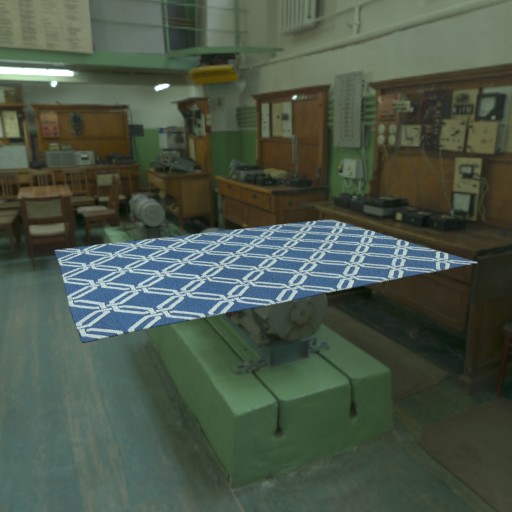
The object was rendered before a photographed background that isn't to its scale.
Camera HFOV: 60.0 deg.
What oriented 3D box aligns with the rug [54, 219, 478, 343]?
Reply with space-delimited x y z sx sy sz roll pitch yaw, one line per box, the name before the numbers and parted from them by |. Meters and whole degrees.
rug | 0.000 0.000 2.169 1.755 0.010 1.153 -8 18 -26
